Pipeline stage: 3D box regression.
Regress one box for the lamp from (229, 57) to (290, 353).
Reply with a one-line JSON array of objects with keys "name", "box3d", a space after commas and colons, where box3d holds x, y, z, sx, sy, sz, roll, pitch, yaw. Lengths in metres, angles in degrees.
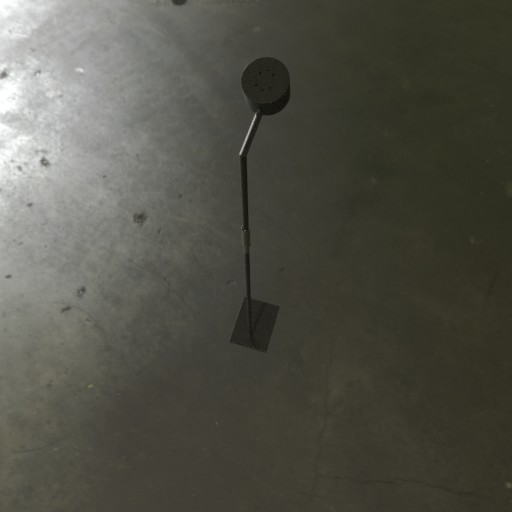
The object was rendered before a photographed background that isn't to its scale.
[{"name": "lamp", "box3d": [0.000, 0.000, 1.708, 0.203, 1.600, 0.304, 15, 64, 7]}]
